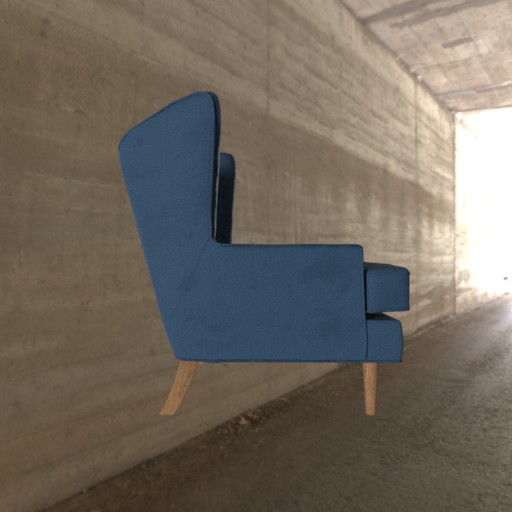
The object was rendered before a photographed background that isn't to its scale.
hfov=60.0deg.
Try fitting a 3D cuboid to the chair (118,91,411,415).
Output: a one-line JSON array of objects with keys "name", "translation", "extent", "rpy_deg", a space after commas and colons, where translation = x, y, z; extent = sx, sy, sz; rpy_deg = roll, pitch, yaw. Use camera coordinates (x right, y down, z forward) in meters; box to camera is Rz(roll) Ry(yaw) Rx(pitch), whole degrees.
[{"name": "chair", "translation": [0.000, 0.000, 1.653], "extent": [0.910, 0.952, 0.793], "rpy_deg": [0, -1, 1]}]
